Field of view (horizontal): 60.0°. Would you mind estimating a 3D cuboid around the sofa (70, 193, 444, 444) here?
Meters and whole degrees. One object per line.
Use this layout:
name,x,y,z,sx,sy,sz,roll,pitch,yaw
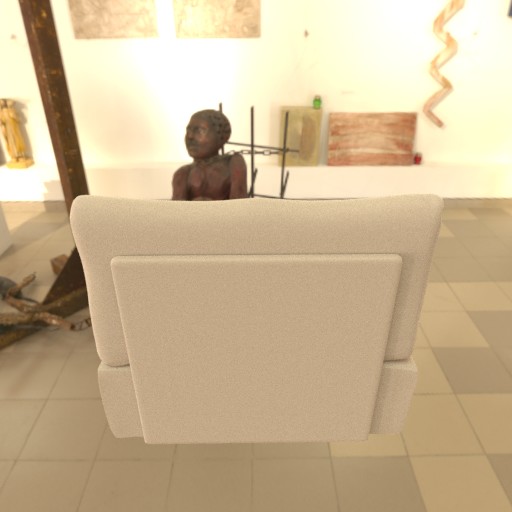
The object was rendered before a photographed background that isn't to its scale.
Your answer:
sofa,0.000,0.000,1.629,0.935,0.828,1.000,0,30,-1
